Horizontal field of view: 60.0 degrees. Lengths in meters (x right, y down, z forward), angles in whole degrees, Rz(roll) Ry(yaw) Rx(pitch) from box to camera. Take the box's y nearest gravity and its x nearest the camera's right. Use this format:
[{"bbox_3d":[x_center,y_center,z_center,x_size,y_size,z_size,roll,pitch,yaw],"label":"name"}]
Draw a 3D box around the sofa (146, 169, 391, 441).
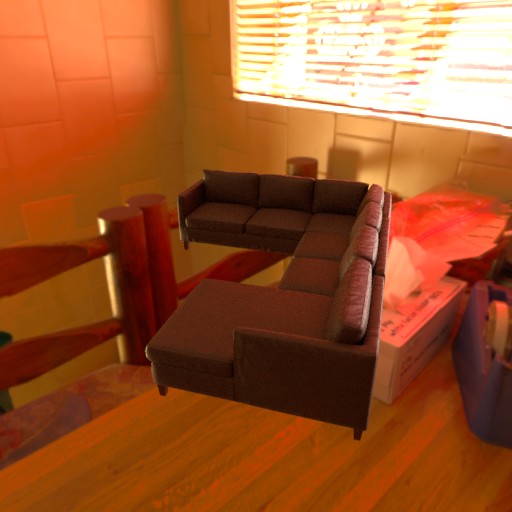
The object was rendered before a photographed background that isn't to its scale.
[{"bbox_3d":[0.000,0.000,4.583,2.593,0.923,3.460,7,27,15],"label":"sofa"}]
